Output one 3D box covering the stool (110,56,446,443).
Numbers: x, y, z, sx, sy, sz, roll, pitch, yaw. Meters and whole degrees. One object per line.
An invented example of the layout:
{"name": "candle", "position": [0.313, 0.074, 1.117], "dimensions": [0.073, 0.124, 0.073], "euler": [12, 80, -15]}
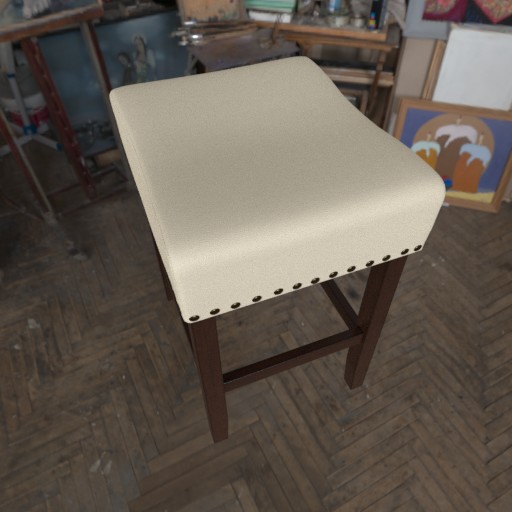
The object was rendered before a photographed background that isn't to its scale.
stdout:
{"name": "stool", "position": [0.000, 0.000, 0.922], "dimensions": [0.401, 0.609, 0.471], "euler": [-16, 49, -15]}
